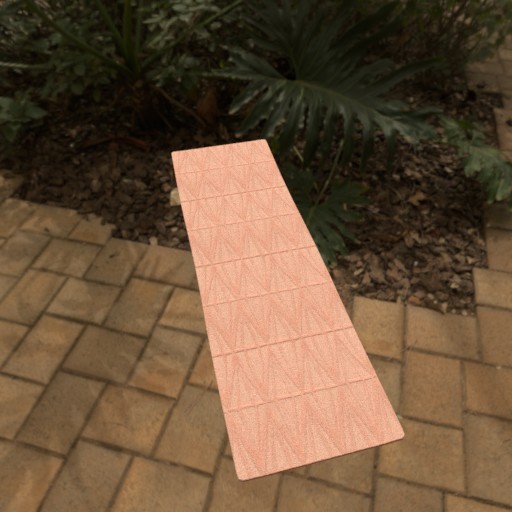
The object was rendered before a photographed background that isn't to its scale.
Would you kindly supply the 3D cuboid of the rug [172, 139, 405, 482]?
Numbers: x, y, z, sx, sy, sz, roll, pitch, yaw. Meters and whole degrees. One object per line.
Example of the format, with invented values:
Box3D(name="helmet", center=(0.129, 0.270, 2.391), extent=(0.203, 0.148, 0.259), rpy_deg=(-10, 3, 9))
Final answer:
Box3D(name="rug", center=(0.000, 0.000, 2.682), extent=(0.760, 0.015, 2.435), rpy_deg=(-10, 48, -9))
